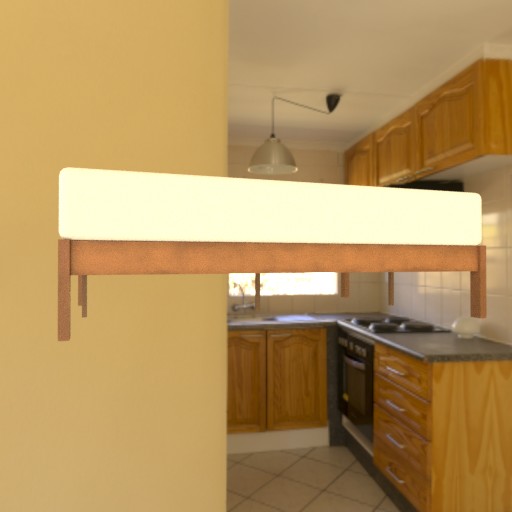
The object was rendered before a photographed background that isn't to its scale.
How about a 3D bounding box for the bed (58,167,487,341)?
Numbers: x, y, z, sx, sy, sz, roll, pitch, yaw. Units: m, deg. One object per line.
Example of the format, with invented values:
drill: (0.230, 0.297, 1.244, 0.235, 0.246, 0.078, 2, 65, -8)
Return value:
bed: (0.000, 0.000, 2.501, 1.927, 0.616, 1.348, 0, -1, -19)
